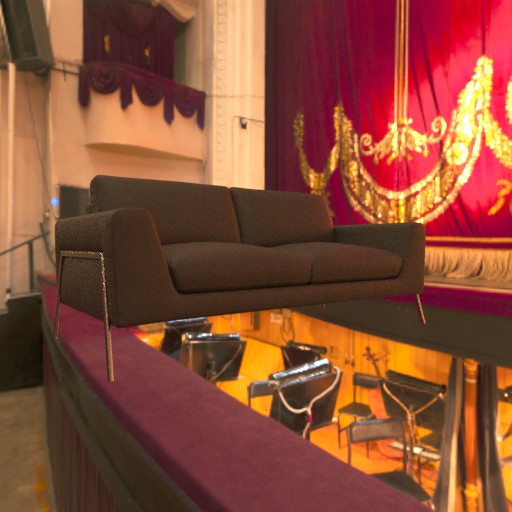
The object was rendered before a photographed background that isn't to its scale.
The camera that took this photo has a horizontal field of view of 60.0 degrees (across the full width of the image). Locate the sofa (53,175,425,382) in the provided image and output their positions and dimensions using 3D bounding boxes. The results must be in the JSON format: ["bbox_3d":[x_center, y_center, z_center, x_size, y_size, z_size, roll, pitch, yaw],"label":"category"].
[{"bbox_3d":[0.000,0.000,2.585,2.017,0.875,0.953,-1,2,-37],"label":"sofa"}]
